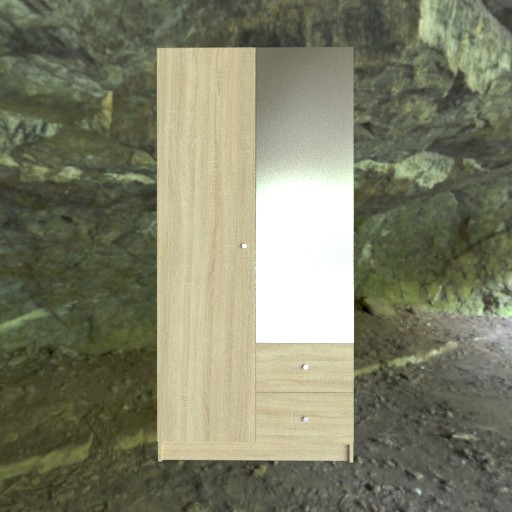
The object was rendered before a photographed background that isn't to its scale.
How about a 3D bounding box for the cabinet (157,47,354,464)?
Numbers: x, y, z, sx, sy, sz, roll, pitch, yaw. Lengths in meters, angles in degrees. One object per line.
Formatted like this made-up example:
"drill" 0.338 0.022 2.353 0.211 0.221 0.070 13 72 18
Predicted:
"cabinet" 0.000 0.000 2.533 1.001 2.121 0.590 0 0 1
